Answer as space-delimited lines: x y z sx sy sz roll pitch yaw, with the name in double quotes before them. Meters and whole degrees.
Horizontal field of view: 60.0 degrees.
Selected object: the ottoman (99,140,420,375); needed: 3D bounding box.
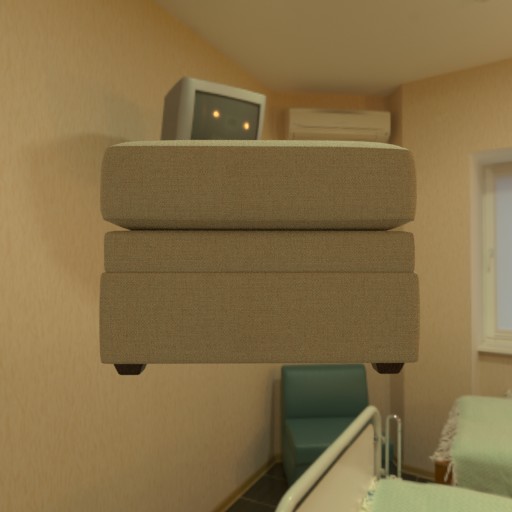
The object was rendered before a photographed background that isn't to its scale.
"ottoman" 0.000 0.000 1.264 0.637 0.478 0.885 0 -1 -1
